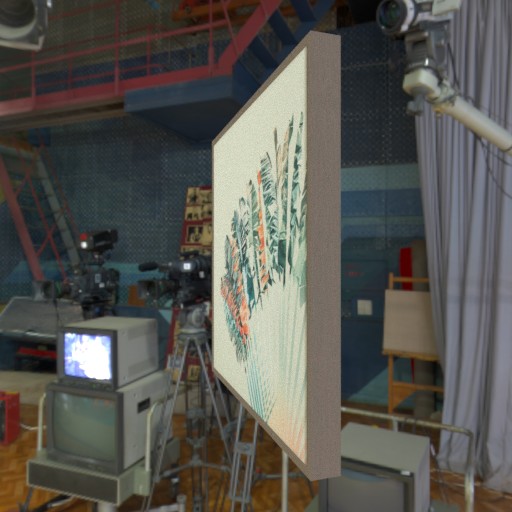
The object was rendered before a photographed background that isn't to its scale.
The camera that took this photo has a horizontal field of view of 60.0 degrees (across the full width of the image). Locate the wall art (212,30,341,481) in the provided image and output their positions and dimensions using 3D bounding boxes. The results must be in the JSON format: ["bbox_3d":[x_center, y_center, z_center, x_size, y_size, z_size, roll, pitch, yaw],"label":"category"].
[{"bbox_3d":[0.000,0.000,0.745,0.038,0.506,0.508,0,0,-18],"label":"wall art"}]
